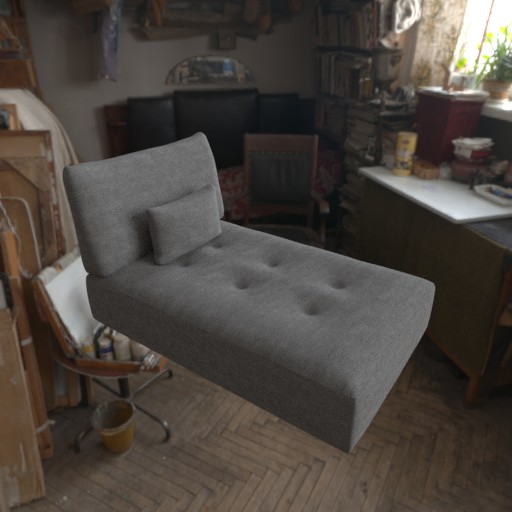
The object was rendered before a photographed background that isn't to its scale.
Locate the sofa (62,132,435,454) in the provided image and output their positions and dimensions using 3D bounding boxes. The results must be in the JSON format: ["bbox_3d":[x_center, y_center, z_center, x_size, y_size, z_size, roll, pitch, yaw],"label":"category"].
[{"bbox_3d":[0.000,0.000,2.036,1.450,0.820,0.930,18,32,31],"label":"sofa"}]
